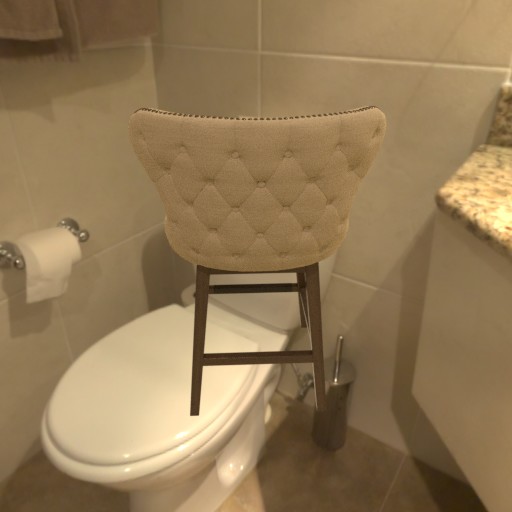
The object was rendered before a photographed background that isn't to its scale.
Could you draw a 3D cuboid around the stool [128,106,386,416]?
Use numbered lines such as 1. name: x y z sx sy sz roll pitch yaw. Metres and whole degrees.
1. stool: 0.000 0.000 1.381 0.615 0.972 0.597 -1 30 -2
